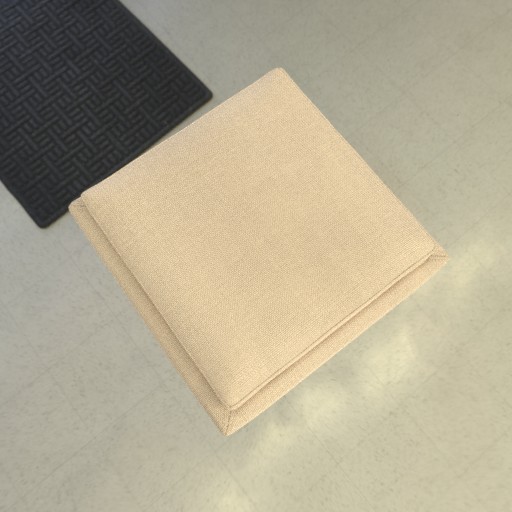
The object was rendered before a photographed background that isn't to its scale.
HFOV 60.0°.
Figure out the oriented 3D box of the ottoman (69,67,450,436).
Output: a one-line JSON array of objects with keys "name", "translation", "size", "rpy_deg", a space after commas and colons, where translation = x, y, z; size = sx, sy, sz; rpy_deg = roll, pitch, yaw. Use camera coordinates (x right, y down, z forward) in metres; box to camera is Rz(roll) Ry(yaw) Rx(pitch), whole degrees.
[{"name": "ottoman", "translation": [0.000, 0.000, 0.845], "size": [0.450, 0.460, 0.451], "rpy_deg": [-36, 78, -9]}]
